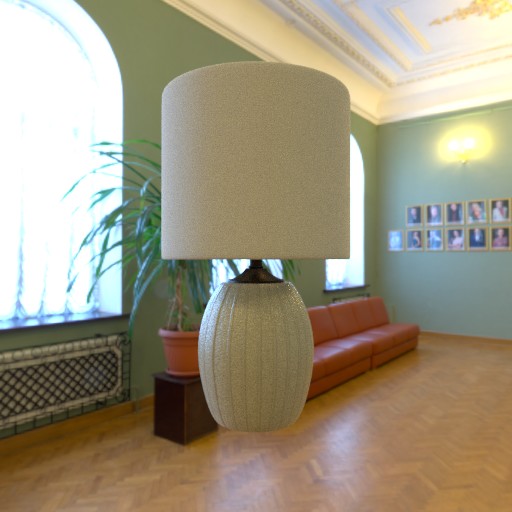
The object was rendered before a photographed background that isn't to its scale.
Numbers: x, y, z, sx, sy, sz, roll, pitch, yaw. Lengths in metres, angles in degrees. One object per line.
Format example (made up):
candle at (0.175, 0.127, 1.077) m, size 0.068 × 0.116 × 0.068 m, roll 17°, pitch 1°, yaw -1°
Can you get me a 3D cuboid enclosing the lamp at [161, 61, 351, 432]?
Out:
lamp at (0.000, 0.000, 0.786) m, size 0.329 × 0.570 × 0.329 m, roll 0°, pitch -1°, yaw 36°
